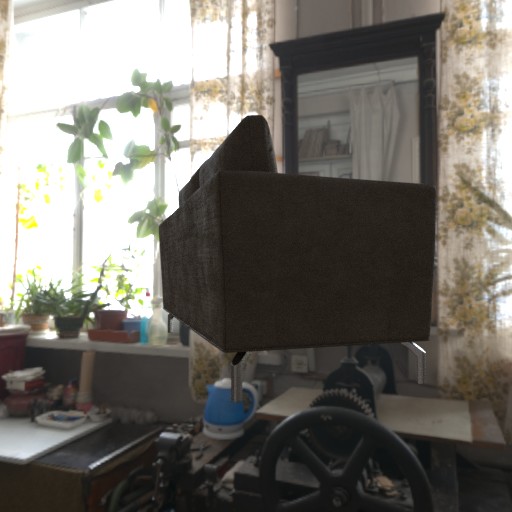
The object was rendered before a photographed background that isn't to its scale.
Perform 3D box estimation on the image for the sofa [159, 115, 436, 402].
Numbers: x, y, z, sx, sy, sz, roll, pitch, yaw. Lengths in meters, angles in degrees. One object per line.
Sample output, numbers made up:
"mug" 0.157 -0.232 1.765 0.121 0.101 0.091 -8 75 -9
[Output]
"sofa" 0.000 0.000 2.382 0.855 1.013 1.832 1 -2 -18
